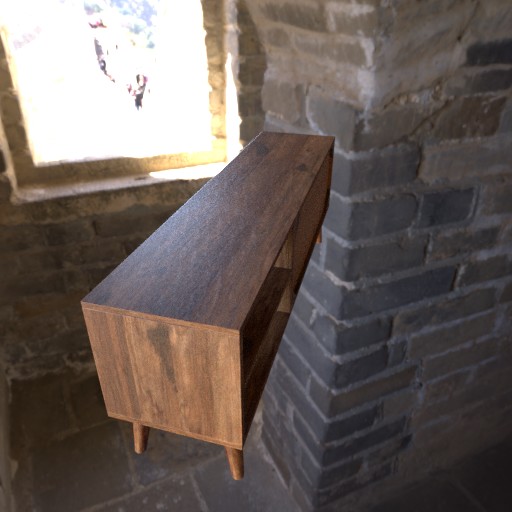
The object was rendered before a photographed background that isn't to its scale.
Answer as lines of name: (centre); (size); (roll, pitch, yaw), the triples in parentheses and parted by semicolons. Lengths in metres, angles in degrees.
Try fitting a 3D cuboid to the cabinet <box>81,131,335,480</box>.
cabinet: (0.000, 0.000, 1.618); (0.349, 0.528, 1.448); (8, 31, 14)
